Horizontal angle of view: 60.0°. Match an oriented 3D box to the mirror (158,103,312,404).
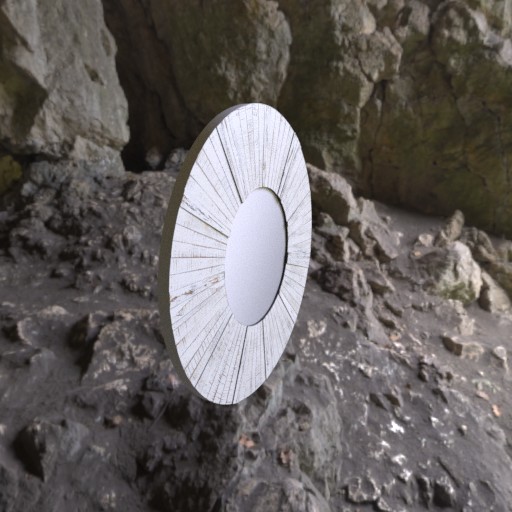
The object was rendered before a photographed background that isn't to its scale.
[{"bbox_3d":[0.000,0.000,1.405,0.038,0.914,0.914,8,17,26],"label":"mirror"}]
